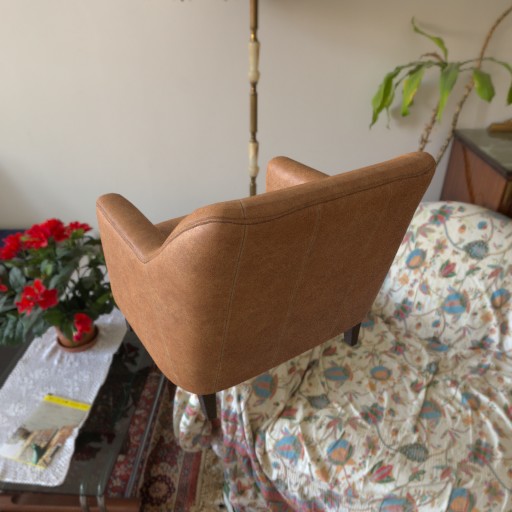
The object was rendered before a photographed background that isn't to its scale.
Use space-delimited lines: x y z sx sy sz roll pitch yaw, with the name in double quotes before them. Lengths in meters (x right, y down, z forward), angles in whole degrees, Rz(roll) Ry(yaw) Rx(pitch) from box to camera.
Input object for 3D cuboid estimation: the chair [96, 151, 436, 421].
"chair" 0.000 0.000 1.855 1.037 0.980 1.034 -19 35 -29
